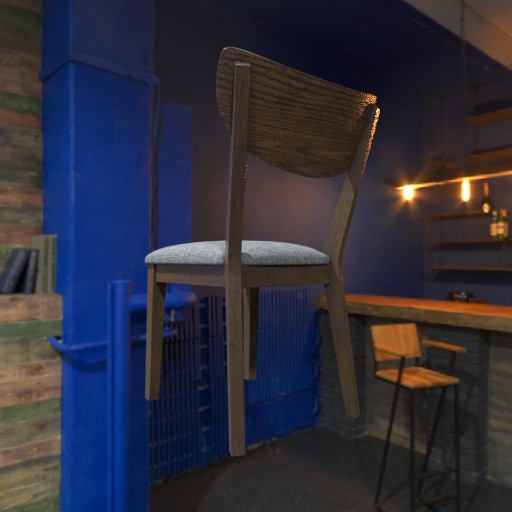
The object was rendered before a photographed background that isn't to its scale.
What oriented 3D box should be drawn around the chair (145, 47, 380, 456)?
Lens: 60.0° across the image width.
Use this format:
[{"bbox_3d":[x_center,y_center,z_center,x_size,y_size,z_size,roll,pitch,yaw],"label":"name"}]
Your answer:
[{"bbox_3d":[0.000,0.000,1.211,0.491,0.849,0.583,0,0,-37],"label":"chair"}]
